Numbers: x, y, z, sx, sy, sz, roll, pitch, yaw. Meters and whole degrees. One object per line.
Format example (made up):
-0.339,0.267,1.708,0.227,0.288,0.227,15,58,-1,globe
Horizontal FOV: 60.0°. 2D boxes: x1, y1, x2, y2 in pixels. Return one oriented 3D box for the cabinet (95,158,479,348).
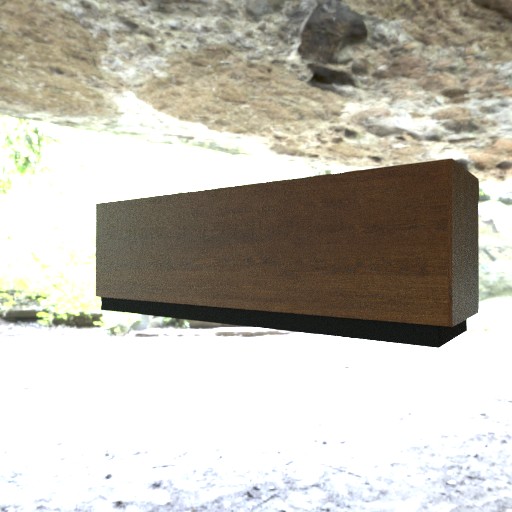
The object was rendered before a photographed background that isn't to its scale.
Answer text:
0.000,0.000,1.818,1.600,0.510,0.419,0,-1,36,cabinet
